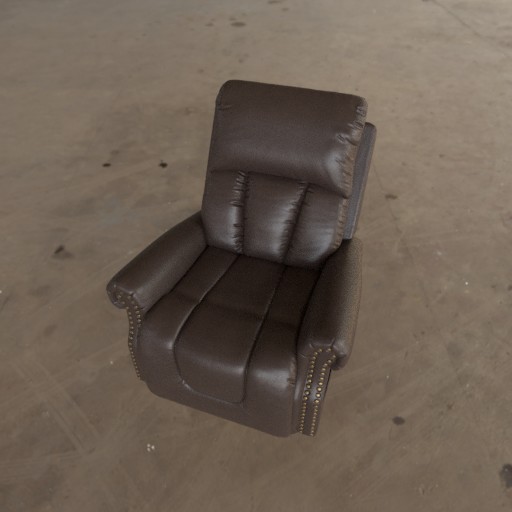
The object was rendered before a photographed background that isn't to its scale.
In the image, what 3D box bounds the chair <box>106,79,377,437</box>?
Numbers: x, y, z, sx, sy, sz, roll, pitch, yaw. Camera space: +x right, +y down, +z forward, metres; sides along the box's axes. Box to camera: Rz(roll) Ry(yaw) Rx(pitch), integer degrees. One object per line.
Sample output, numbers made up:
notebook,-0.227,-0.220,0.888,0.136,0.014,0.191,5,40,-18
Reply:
chair,0.000,0.000,1.730,0.869,1.028,0.978,13,43,15
